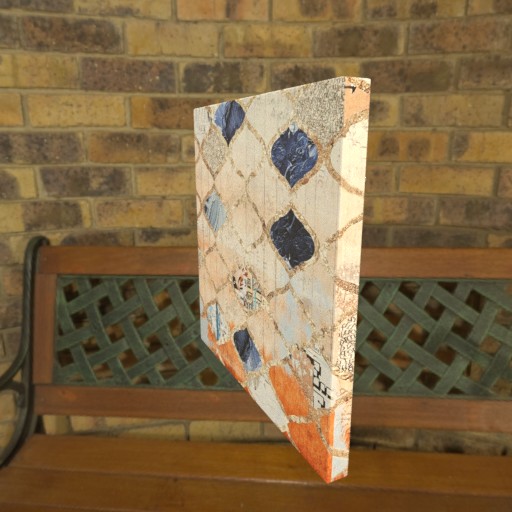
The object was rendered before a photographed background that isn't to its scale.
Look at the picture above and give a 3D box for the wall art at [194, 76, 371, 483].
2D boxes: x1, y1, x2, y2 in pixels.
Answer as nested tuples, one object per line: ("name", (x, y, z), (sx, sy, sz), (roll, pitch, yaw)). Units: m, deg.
("wall art", (0.000, 0.000, 0.753), (0.038, 0.508, 0.507), (-7, 16, -25))
